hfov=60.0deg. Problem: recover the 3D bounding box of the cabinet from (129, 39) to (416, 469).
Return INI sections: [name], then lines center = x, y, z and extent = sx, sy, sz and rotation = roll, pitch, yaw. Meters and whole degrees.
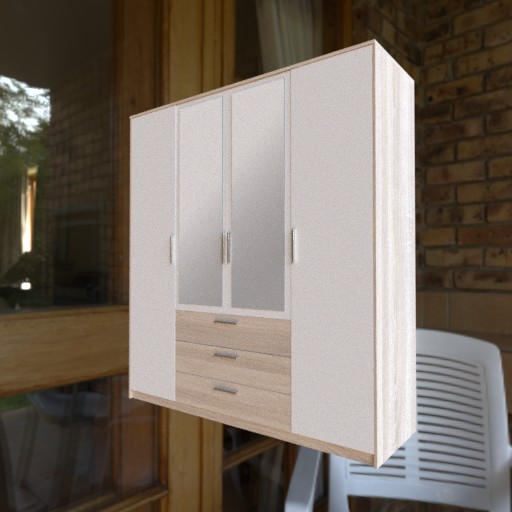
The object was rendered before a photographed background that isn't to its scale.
[cabinet]
center = 0.000, 0.000, 2.913
extent = 1.870, 2.060, 0.620
rotation = -1, -1, 37
